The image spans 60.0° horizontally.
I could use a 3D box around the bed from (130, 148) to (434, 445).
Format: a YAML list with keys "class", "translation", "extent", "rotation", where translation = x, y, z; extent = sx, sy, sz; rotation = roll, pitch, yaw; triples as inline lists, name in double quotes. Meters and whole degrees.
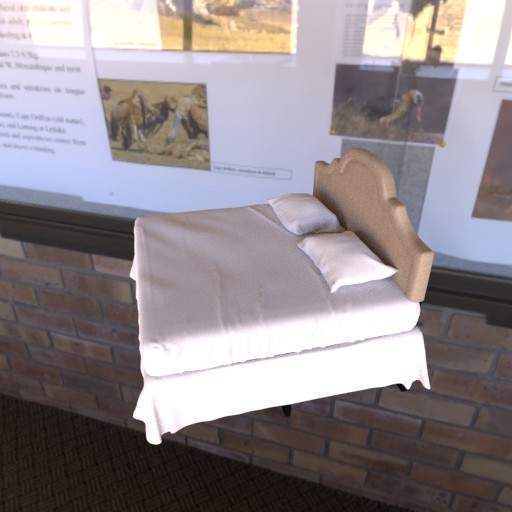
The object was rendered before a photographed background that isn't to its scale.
- class: "bed"
  translation: [0.000, 0.000, 3.733]
  extent: [2.222, 1.631, 2.303]
  rotation: [-7, 31, -12]
